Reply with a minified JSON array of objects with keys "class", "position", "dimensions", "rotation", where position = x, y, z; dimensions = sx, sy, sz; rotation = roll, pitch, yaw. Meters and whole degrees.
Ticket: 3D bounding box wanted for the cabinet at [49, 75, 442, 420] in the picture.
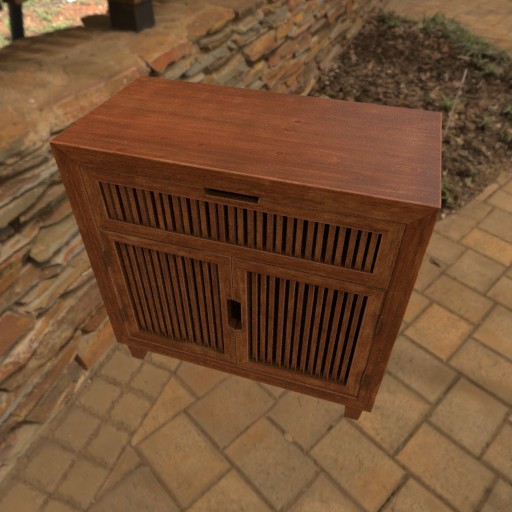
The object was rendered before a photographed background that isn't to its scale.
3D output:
[{"class":"cabinet","position":[0.000,0.000,1.256],"dimensions":[0.796,0.785,0.412],"rotation":[12,43,13]}]
